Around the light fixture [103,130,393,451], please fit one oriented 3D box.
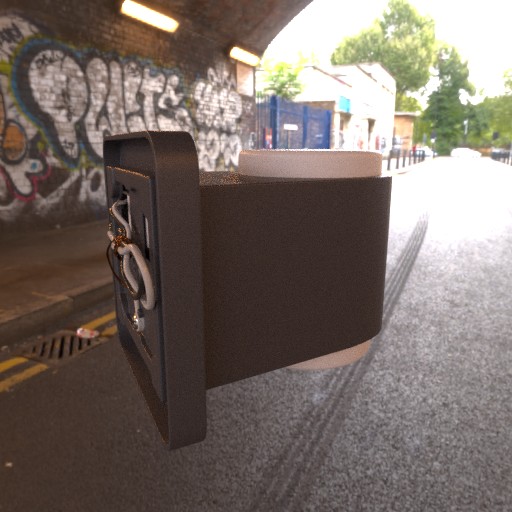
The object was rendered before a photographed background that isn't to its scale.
[{"bbox_3d":[0.000,0.000,0.207,0.132,0.109,0.109,-7,15,-25],"label":"light fixture"}]
